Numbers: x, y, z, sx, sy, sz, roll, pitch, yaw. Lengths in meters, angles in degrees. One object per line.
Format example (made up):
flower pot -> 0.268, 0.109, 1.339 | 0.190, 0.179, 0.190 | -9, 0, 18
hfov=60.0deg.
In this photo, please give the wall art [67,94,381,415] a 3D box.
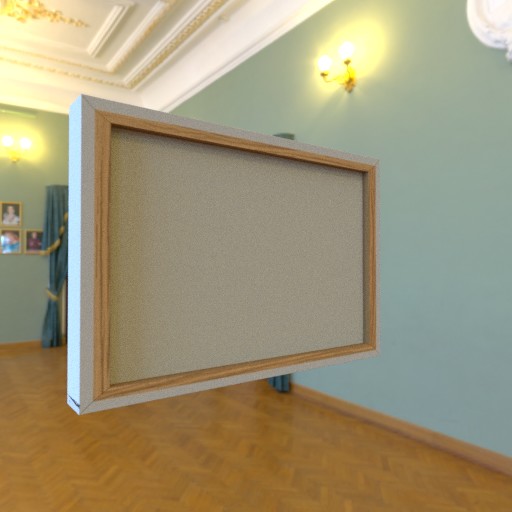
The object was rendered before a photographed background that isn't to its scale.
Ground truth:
wall art -> 0.000, 0.000, 0.486 | 0.381, 0.259, 0.038 | 1, -1, -37
